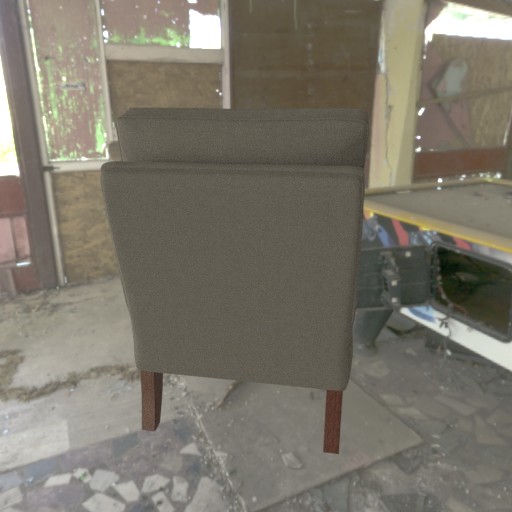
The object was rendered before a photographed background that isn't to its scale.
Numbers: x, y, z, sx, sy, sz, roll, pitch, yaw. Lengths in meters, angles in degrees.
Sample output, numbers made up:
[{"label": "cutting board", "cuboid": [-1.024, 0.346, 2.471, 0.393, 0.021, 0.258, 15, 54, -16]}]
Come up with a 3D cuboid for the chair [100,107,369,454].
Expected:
[{"label": "chair", "cuboid": [0.000, 0.000, 1.649, 0.724, 1.045, 0.924, 3, 18, 9]}]
